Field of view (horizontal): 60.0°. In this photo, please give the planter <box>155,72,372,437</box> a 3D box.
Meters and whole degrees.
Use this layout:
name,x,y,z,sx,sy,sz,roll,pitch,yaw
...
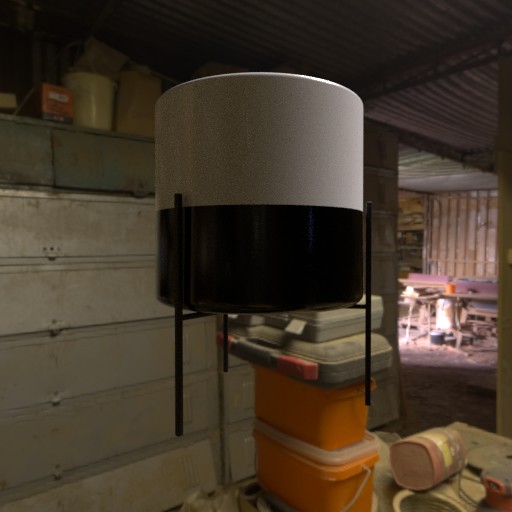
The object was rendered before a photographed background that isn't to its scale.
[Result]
name,x,y,z,sx,sy,sz,roll,pitch,yaw
planter,0.000,0.000,0.662,0.310,0.432,0.310,-1,2,-37
